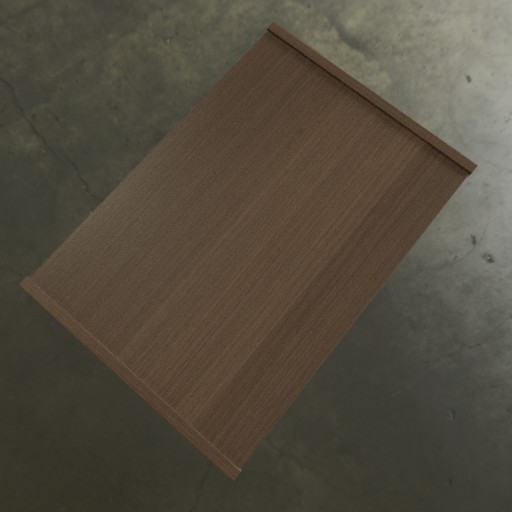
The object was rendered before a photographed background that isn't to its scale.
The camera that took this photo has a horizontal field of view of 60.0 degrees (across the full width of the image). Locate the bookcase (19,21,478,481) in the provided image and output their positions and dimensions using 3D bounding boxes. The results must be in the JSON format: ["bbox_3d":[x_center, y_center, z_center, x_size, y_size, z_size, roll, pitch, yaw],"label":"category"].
[{"bbox_3d":[0.000,0.000,0.620,0.290,0.305,0.415,39,80,8],"label":"bookcase"}]
